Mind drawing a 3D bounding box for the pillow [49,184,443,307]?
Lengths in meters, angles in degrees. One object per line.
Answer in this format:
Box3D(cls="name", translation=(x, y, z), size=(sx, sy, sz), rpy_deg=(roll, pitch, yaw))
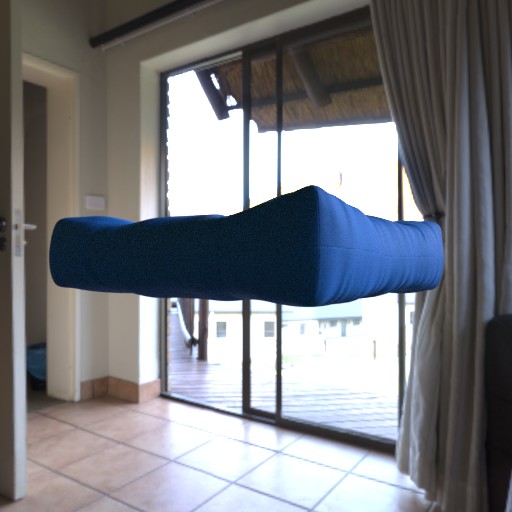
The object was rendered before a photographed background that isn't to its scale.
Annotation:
Box3D(cls="pillow", translation=(0.000, 0.000, 0.727), size=(0.490, 0.128, 0.468), rpy_deg=(-1, -2, 36))
